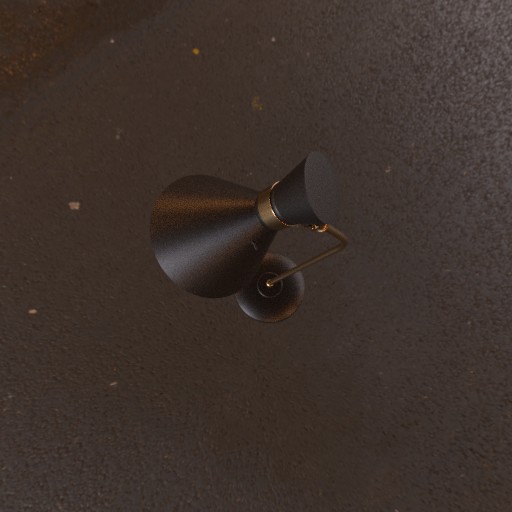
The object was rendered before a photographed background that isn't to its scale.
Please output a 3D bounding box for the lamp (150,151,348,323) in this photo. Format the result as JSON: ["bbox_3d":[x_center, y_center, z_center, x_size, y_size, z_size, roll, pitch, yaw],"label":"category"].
[{"bbox_3d":[0.000,0.000,0.783,0.292,0.647,0.189,0,76,0],"label":"lamp"}]
